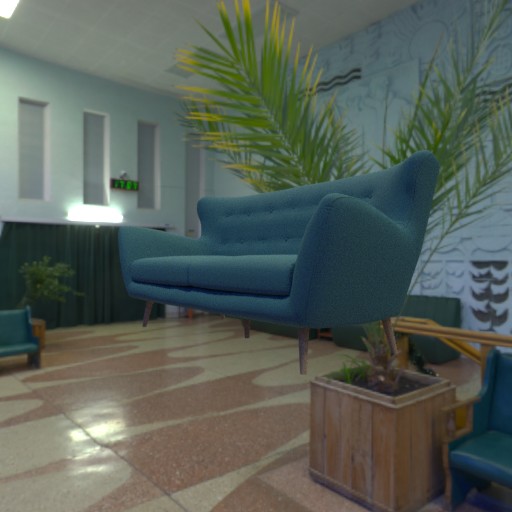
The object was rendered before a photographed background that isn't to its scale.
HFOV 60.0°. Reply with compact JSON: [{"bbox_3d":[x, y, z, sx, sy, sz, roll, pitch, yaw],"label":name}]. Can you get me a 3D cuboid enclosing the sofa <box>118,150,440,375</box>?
[{"bbox_3d":[0.000,0.000,2.435,0.889,0.890,1.930,0,0,-38],"label":"sofa"}]
